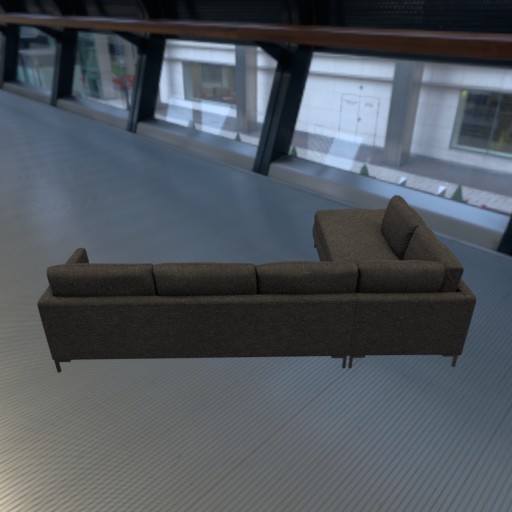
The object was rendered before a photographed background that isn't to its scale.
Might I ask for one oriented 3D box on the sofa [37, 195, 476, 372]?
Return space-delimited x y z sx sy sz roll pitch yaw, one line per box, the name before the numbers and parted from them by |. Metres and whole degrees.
sofa | 0.000 0.000 3.866 2.949 0.815 2.007 -1 28 -1
